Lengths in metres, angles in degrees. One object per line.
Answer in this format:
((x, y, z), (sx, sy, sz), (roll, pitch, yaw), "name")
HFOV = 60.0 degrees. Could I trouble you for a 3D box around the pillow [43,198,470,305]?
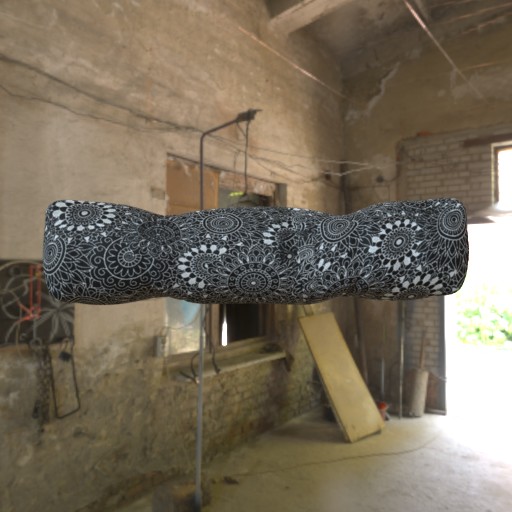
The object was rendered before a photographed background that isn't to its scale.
((0.000, 0.000, 0.716), (0.490, 0.128, 0.468), (0, -1, 0), "pillow")
